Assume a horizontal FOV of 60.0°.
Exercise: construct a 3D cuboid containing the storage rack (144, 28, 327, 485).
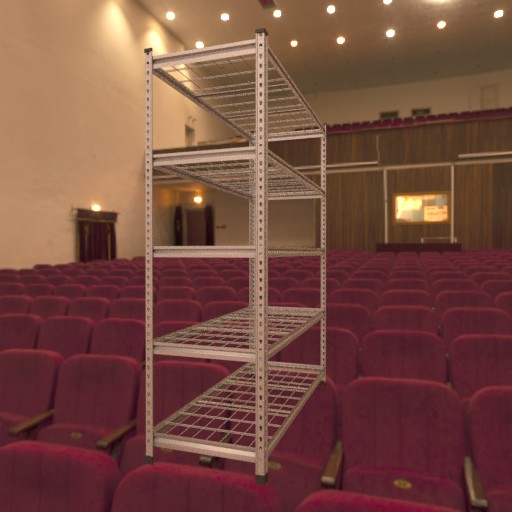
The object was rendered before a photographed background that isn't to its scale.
[{"bbox_3d":[0.000,0.000,2.738,0.610,1.981,1.524,0,1,19],"label":"storage rack"}]
